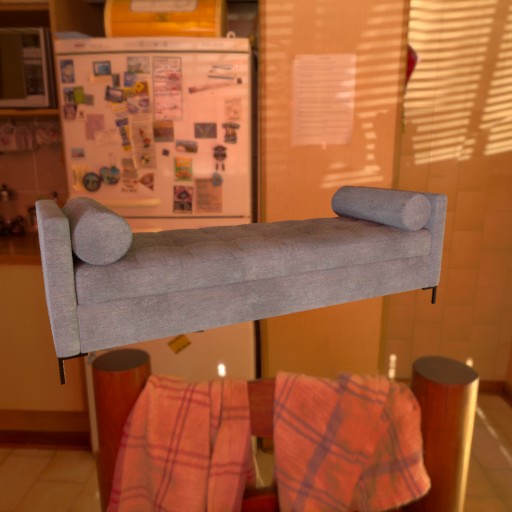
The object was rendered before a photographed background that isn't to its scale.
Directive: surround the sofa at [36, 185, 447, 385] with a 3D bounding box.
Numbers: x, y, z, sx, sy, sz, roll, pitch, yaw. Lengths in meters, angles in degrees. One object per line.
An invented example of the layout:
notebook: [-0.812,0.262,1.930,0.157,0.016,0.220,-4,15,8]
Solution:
sofa: [0.000,0.000,2.294,1.981,0.635,0.686,-7,15,-27]
